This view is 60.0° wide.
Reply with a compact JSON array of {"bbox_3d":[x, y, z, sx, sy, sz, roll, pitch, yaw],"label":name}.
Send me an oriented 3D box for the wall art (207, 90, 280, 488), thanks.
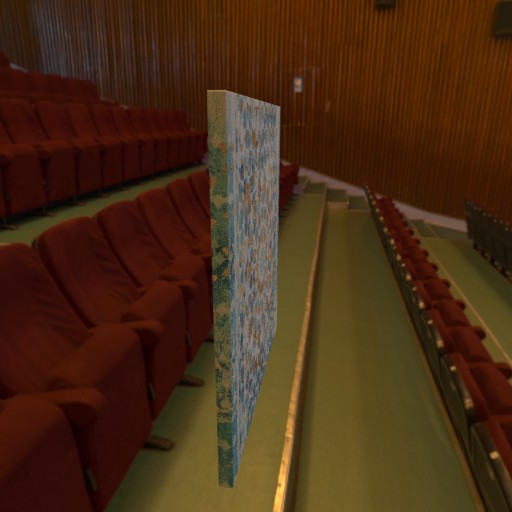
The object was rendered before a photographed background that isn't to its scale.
[{"bbox_3d":[0.000,0.000,1.389,0.040,0.916,0.916,3,17,9],"label":"wall art"}]
